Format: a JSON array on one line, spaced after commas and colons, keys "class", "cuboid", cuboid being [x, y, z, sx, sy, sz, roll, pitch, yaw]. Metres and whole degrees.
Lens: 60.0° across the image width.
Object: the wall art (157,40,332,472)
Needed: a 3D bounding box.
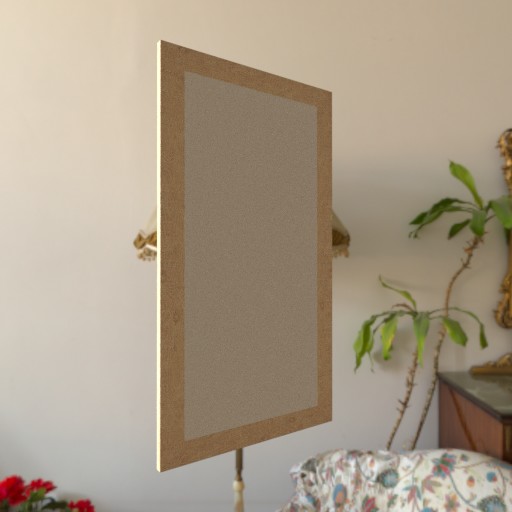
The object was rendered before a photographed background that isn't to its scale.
[{"class": "wall art", "cuboid": [0.000, 0.000, 0.815, 0.381, 0.683, 0.013, 0, 0, -36]}]
